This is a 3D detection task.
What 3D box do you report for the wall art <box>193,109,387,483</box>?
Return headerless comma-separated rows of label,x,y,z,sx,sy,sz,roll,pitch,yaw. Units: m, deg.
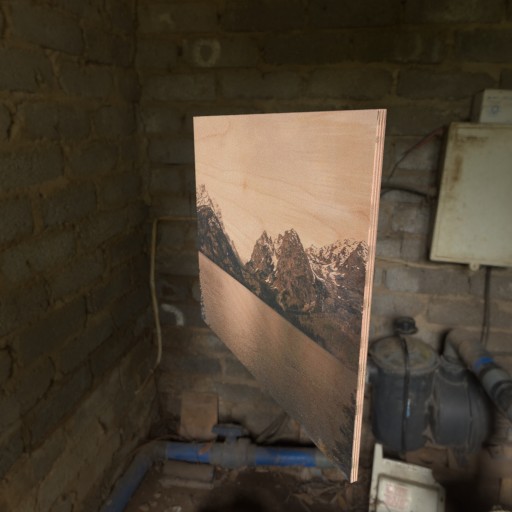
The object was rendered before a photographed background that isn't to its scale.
wall art,0.000,0.000,0.671,0.010,0.408,0.508,-8,18,-25
